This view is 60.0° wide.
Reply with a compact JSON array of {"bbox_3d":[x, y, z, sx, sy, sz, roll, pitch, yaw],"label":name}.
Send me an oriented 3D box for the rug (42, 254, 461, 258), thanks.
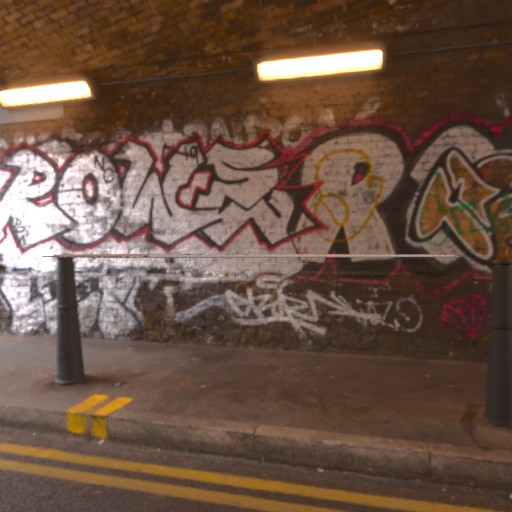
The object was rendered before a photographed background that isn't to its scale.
[{"bbox_3d":[0.000,0.000,2.323,1.847,0.014,1.230,0,0,-36],"label":"rug"}]
